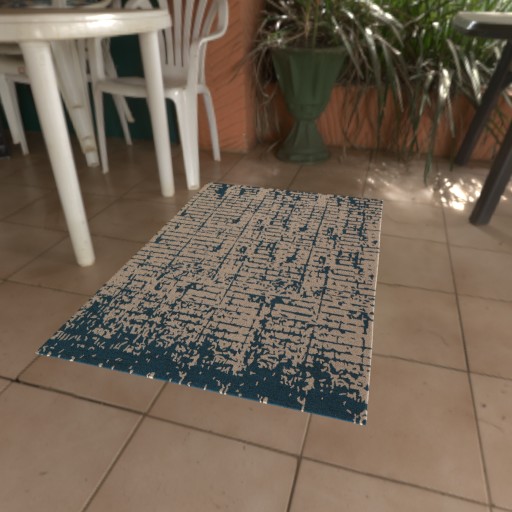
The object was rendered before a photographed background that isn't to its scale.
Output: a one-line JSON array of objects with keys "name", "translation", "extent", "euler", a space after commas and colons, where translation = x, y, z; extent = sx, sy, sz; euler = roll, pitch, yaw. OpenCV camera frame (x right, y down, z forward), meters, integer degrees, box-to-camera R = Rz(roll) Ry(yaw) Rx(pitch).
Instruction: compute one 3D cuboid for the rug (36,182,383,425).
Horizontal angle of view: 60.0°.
[{"name": "rug", "translation": [0.000, 0.000, 2.286], "extent": [1.220, 0.007, 1.828], "euler": [8, 31, 13]}]
